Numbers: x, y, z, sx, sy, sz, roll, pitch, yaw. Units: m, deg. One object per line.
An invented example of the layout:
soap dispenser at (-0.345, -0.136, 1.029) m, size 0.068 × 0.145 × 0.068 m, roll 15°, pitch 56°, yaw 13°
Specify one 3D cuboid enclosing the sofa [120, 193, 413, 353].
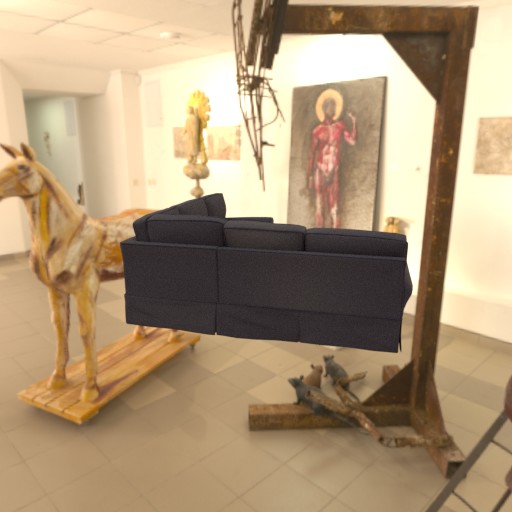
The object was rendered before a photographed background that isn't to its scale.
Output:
sofa at (0.000, 0.000, 5.149) m, size 2.874 × 1.169 × 3.773 m, roll -14°, pitch 20°, yaw -43°
